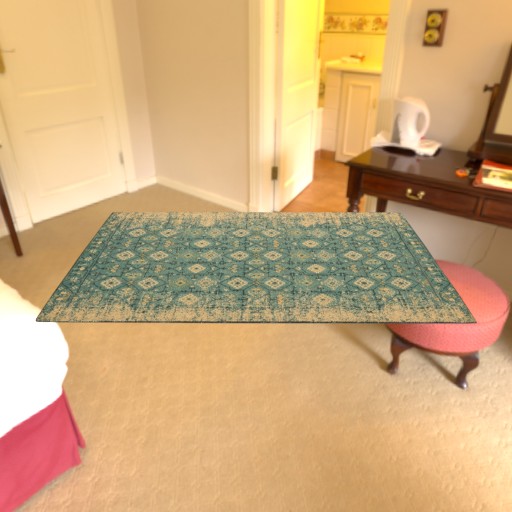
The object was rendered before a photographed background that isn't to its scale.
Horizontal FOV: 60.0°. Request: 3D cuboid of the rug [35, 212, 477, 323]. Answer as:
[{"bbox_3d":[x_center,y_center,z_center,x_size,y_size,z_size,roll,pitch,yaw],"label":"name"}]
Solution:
[{"bbox_3d":[0.000,0.000,2.259,1.795,0.008,1.102,0,29,0],"label":"rug"}]
